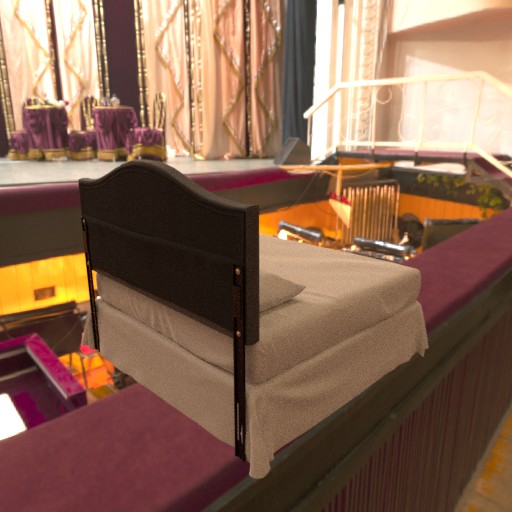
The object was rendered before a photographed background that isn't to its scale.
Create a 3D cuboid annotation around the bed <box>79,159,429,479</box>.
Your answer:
[{"bbox_3d":[0.000,0.000,3.695,2.219,1.651,2.314,-14,21,-42],"label":"bed"}]
